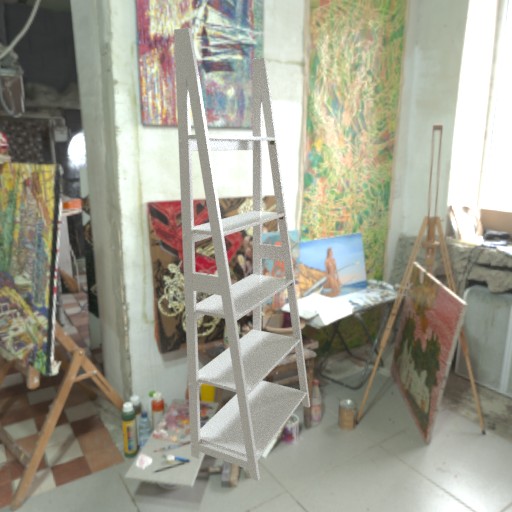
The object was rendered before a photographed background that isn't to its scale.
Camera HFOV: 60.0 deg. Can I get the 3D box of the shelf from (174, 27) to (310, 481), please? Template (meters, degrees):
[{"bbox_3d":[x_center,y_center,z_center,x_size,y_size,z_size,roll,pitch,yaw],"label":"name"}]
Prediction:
[{"bbox_3d":[0.000,0.000,2.006,0.341,1.779,0.636,7,15,26],"label":"shelf"}]
